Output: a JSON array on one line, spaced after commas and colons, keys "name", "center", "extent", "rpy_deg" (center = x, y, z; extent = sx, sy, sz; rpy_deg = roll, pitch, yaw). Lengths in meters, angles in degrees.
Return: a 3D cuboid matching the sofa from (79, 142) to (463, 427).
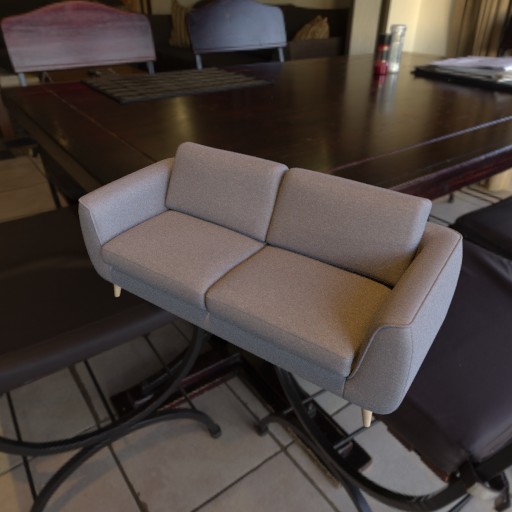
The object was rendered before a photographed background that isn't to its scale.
[{"name": "sofa", "center": [0.000, 0.000, 2.523], "extent": [2.000, 0.870, 0.920], "rpy_deg": [20, 37, 29]}]
